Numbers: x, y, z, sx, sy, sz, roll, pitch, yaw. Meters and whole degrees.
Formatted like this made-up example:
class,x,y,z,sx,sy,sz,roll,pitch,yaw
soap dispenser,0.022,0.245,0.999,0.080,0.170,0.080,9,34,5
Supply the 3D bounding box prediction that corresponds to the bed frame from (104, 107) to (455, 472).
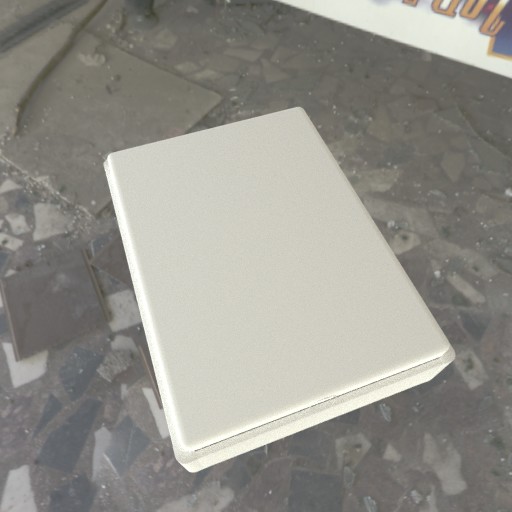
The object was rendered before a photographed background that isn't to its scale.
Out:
class,x,y,z,sx,sy,sz,roll,pitch,yaw
bed frame,0.000,0.000,2.584,1.400,0.406,1.900,-17,60,-10
